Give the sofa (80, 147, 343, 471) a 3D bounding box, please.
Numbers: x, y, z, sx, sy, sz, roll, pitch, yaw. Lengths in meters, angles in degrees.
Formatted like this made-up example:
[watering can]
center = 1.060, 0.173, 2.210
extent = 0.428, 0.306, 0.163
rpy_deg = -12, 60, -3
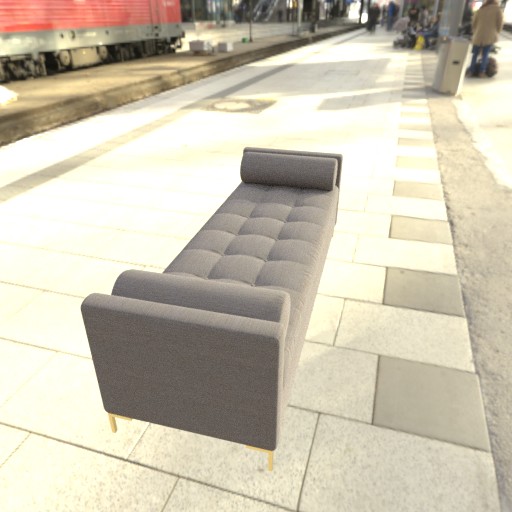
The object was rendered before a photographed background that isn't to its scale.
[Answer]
[sofa]
center = 0.000, 0.000, 2.358
extent = 0.686, 0.635, 1.981
rpy_deg = 7, 30, 13
